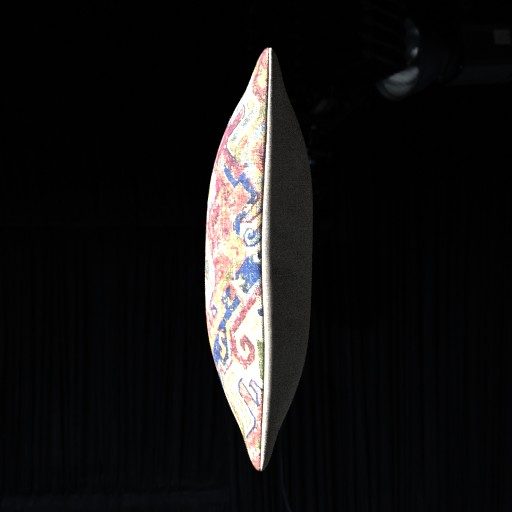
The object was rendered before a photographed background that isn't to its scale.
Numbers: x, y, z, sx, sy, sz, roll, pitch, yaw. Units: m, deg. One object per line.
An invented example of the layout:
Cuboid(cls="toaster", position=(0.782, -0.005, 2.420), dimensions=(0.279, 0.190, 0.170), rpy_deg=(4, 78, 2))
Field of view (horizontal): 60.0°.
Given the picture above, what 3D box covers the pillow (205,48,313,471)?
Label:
Cuboid(cls="pillow", position=(0.000, 0.000, 0.784), dimensions=(0.166, 0.506, 0.523), rpy_deg=(0, 2, -2))
